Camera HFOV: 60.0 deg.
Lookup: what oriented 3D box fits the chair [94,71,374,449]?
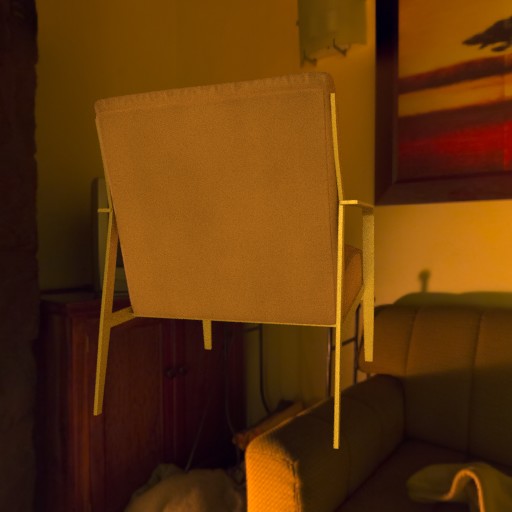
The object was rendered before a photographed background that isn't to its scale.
[{"bbox_3d":[0.000,0.000,1.428,0.701,0.823,0.848,0,1,18],"label":"chair"}]
